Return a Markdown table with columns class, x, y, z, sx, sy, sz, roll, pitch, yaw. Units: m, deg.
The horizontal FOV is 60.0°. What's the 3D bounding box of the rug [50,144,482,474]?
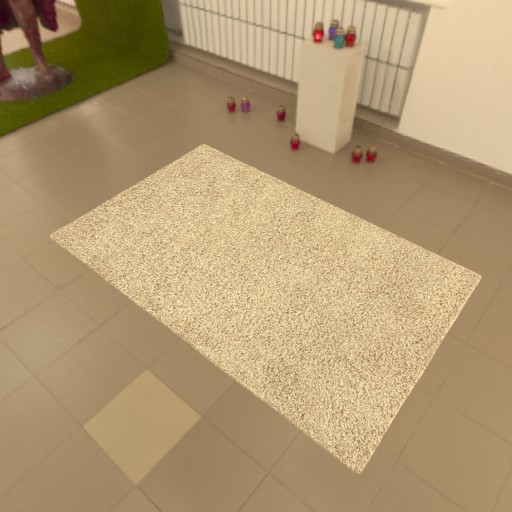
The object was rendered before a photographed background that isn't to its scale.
| class | x | y | z | sx | sy | sz | roll | pitch | yaw |
| --- | --- | --- | --- | --- | --- | --- | --- | --- | --- |
| rug | 0.000 | 0.000 | 2.918 | 2.438 | 0.030 | 1.524 | 30 | 53 | 26 |
